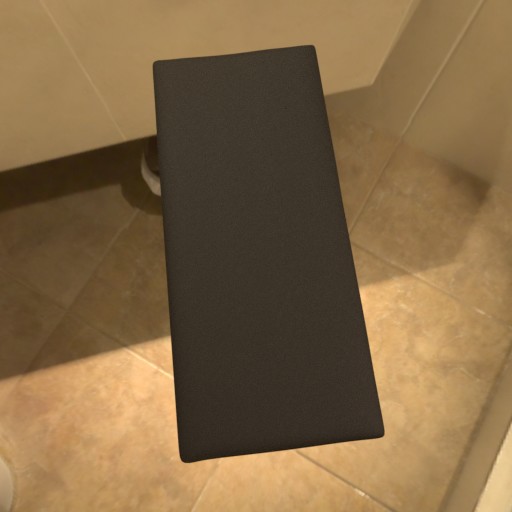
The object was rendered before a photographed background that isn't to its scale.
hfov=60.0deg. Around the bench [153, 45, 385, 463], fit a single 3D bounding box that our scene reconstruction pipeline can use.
[{"bbox_3d":[0.000,0.000,1.183,0.401,0.500,0.899,-7,75,-2],"label":"bench"}]
